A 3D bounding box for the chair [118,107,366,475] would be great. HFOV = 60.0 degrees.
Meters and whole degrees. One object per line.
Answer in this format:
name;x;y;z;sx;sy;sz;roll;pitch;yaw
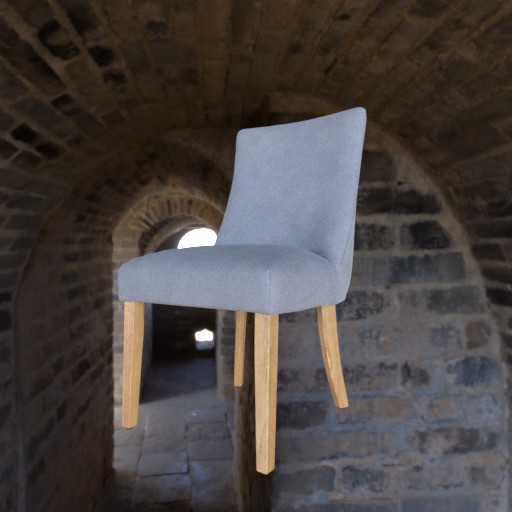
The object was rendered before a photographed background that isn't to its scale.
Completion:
chair;0.000;0.000;1.268;0.495;0.902;0.610;0;0;34
